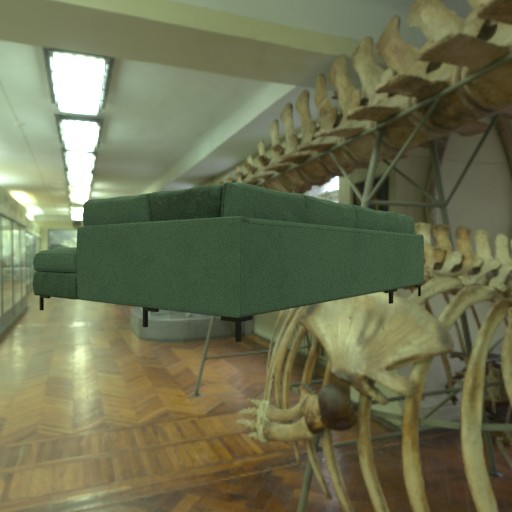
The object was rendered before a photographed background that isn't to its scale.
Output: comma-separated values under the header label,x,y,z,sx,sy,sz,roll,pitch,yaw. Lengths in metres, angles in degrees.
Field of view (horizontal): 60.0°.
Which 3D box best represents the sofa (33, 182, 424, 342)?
label,x,y,z,sx,sy,sz,roll,pitch,yaw
sofa,0.000,0.000,3.281,1.707,0.687,2.486,0,1,37
